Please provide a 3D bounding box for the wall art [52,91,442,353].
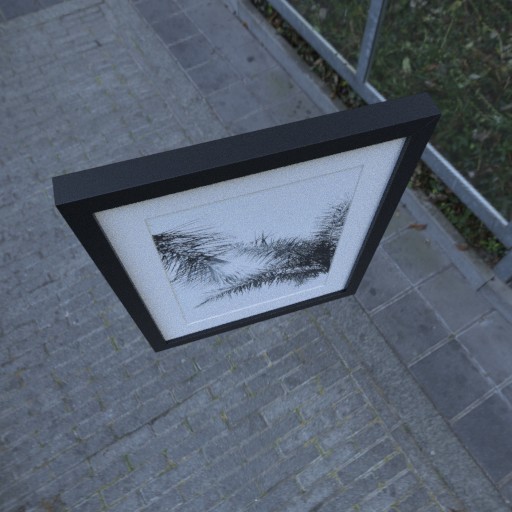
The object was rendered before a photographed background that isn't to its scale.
[{"bbox_3d":[0.000,0.000,0.529,0.325,0.380,0.028,-15,62,-8],"label":"wall art"}]
